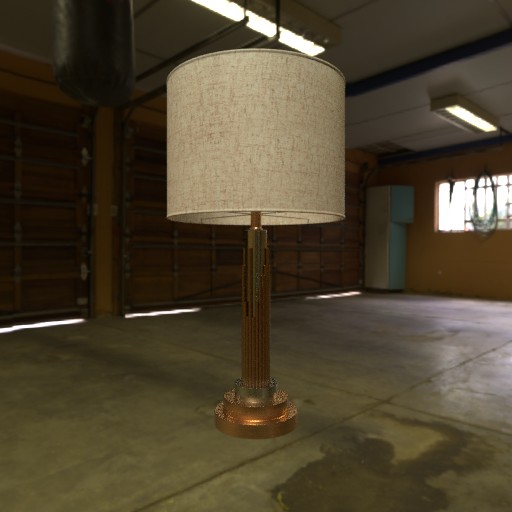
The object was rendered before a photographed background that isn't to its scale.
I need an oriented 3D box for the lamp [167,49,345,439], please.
[{"bbox_3d":[0.000,0.000,0.812,0.321,0.610,0.321,0,0,1],"label":"lamp"}]
